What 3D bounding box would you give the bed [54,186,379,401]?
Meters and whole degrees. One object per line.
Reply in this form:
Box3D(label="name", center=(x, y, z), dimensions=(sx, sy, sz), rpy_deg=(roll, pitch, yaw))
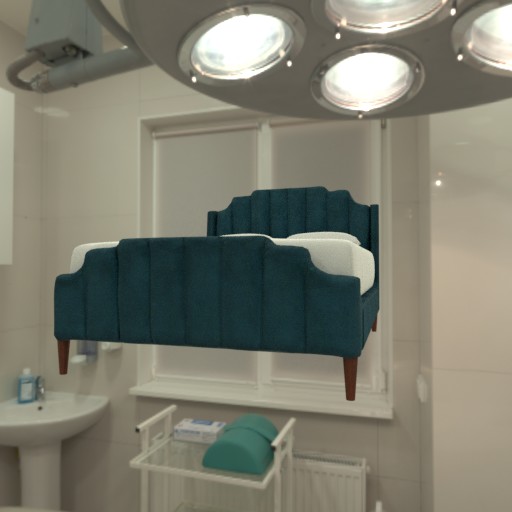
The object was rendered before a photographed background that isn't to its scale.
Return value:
Box3D(label="bed", center=(0.000, 0.000, 3.268), dimensions=(1.676, 1.351, 2.322), rpy_deg=(0, -1, 18))
